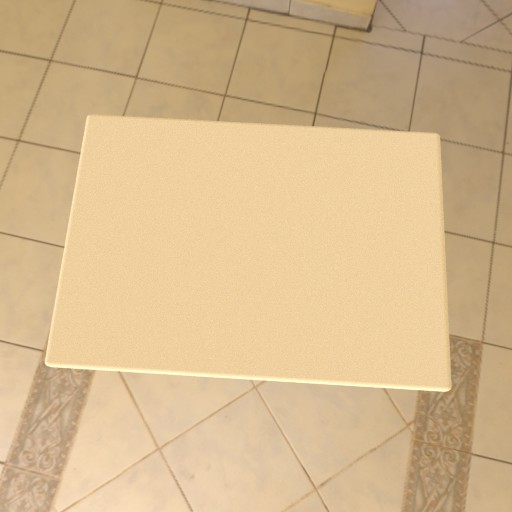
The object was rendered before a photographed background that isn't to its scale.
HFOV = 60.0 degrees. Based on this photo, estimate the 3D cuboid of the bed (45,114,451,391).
[{"bbox_3d":[0.000,0.000,2.520,1.927,0.616,1.348,3,76,1],"label":"bed"}]
